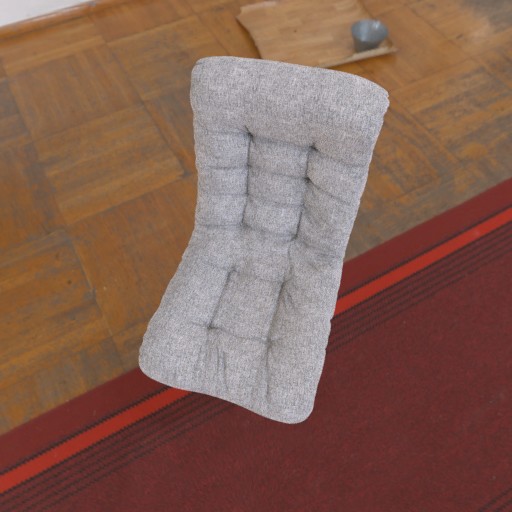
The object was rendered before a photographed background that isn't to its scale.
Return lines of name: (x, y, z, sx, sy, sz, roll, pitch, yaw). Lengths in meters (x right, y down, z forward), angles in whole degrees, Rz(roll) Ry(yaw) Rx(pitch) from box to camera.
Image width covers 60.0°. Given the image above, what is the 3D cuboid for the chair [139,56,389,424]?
chair: (0.000, 0.000, 0.976, 0.400, 0.600, 0.583, 14, 60, 8)
